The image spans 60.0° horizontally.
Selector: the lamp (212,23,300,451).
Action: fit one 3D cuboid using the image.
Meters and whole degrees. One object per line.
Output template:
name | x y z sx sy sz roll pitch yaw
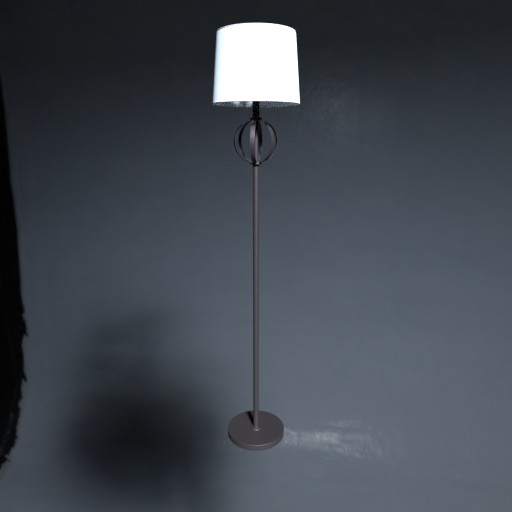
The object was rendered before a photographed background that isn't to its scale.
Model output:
lamp | 0.000 0.000 1.592 0.286 1.462 0.286 2 15 9
